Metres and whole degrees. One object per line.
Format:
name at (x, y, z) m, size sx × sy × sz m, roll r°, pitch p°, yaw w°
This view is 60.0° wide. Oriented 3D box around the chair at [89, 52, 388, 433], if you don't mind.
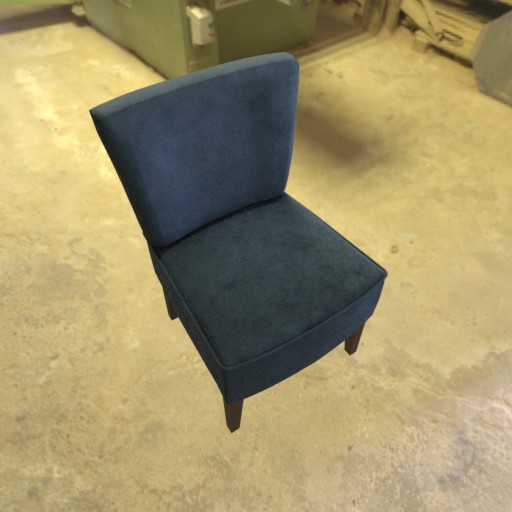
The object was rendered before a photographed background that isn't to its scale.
chair at (0.000, 0.000, 1.186) m, size 0.521 × 0.806 × 0.551 m, roll -26°, pitch 53°, yaw -22°
